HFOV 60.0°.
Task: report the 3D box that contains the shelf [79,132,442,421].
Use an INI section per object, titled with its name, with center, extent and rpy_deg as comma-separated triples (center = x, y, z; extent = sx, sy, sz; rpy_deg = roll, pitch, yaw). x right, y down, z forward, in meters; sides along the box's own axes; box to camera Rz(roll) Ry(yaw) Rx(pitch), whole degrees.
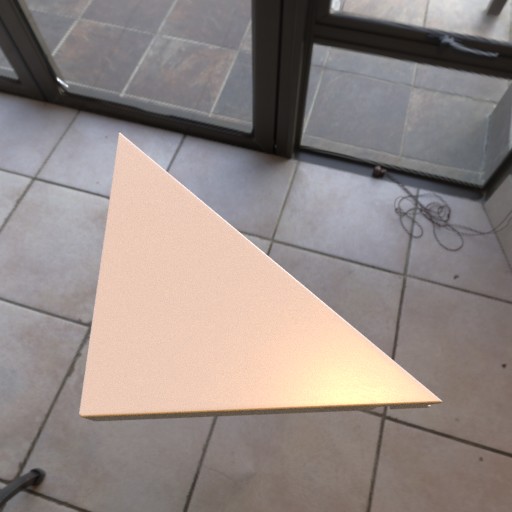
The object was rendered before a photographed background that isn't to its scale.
[shelf]
center = 0.000, 0.000, 0.439
extent = 0.296, 0.035, 0.296
rpy_deg = -2, 64, -1
